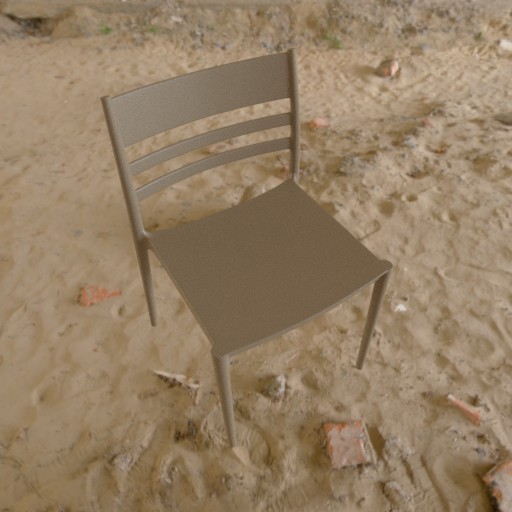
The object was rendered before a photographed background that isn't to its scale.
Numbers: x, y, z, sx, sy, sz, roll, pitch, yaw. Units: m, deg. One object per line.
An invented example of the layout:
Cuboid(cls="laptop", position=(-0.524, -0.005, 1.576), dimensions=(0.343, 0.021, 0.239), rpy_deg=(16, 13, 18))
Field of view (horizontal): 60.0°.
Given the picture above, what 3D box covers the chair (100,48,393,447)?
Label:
Cuboid(cls="chair", position=(0.000, 0.000, 1.133), dimensions=(0.531, 0.800, 0.511), rpy_deg=(-24, 51, -21))
